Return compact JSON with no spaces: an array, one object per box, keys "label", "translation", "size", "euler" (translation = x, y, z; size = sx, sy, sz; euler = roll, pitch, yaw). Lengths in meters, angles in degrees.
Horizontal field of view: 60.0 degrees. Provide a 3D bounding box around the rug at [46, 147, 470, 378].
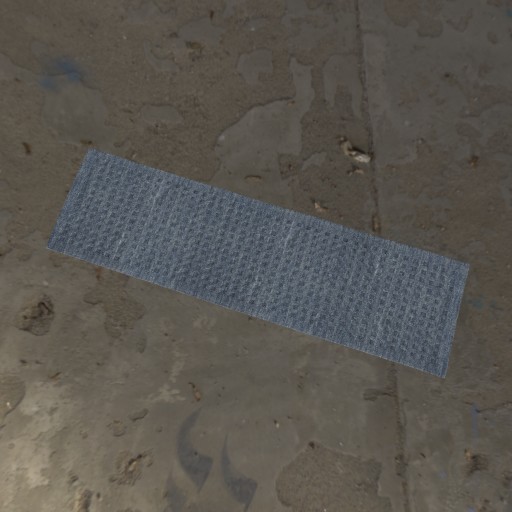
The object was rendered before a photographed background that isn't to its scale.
[{"label":"rug","translation":[0.000,0.000,2.641],"size":[2.443,0.008,0.688],"euler":[18,78,4]}]
